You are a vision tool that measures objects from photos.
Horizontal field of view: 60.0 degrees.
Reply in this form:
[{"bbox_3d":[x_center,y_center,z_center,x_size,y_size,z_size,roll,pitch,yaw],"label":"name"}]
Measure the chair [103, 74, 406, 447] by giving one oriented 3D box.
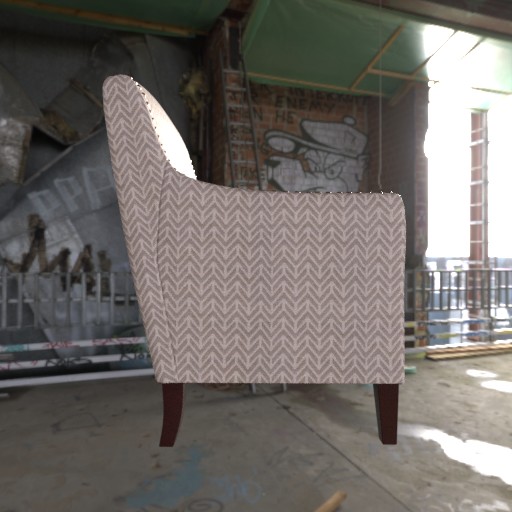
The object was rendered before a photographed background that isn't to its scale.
[{"bbox_3d":[0.000,0.000,1.244,0.651,0.816,0.623,0,0,1],"label":"chair"}]
